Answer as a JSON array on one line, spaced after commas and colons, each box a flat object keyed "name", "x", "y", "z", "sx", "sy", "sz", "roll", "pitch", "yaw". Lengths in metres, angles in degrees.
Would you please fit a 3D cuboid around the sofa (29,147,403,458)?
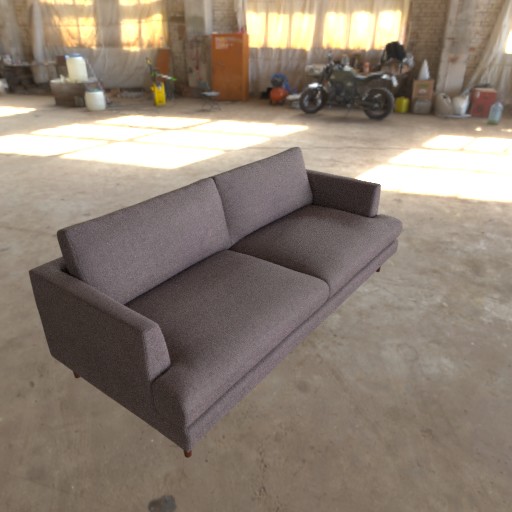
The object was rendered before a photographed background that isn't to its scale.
[{"name": "sofa", "x": 0.000, "y": 0.000, "z": 2.695, "sx": 1.020, "sy": 0.868, "sz": 2.250, "roll": 19, "pitch": 33, "yaw": 32}]
